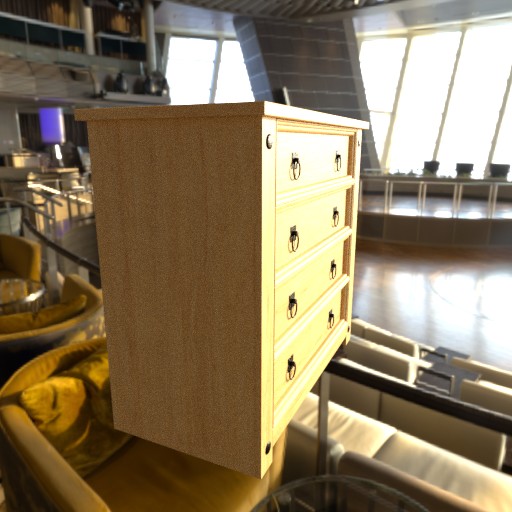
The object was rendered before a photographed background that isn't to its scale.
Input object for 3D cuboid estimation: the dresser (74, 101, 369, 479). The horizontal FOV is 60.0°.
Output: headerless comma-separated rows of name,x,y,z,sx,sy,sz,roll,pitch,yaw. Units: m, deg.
dresser,0.000,0.000,1.221,0.410,0.730,0.800,7,16,25
